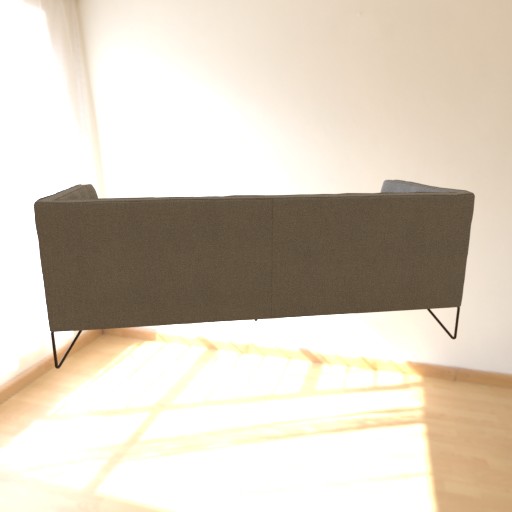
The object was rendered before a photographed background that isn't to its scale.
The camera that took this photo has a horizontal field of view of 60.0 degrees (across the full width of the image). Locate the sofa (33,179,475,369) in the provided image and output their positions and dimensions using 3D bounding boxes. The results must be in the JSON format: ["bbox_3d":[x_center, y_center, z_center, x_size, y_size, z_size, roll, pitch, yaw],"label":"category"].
[{"bbox_3d":[0.000,0.000,2.548,2.079,0.798,0.912,-2,15,-9],"label":"sofa"}]
